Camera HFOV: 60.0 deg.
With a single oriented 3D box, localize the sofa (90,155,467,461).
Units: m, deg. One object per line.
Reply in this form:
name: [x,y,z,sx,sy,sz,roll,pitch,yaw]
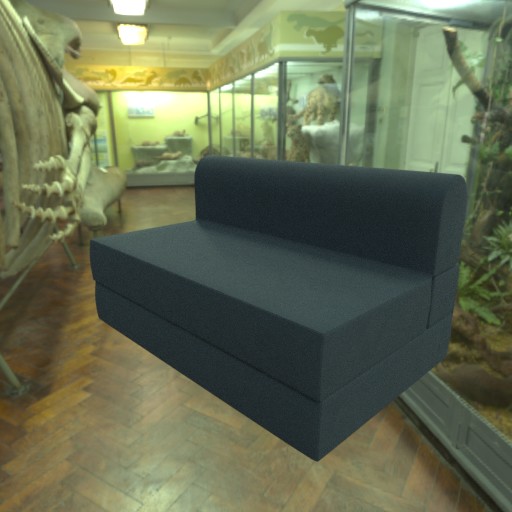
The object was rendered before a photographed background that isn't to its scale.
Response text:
sofa: [0.000,0.000,1.662,0.762,0.660,1.219,-16,23,-42]
